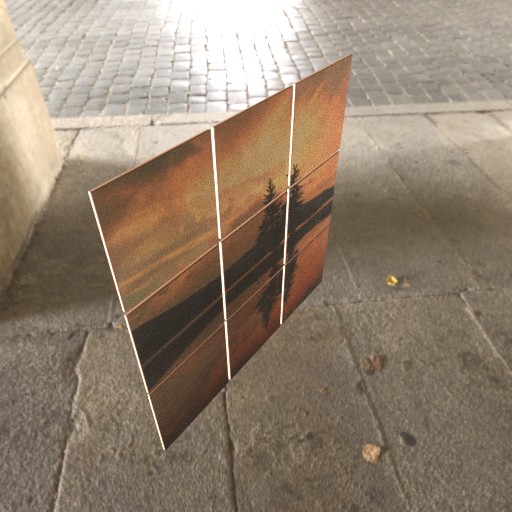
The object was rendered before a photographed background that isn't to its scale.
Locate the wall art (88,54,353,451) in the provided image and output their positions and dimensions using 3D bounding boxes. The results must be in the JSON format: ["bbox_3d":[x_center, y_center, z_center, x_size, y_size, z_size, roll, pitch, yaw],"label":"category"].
[{"bbox_3d":[0.000,0.000,1.743,0.013,1.218,1.216,26,48,27],"label":"wall art"}]
